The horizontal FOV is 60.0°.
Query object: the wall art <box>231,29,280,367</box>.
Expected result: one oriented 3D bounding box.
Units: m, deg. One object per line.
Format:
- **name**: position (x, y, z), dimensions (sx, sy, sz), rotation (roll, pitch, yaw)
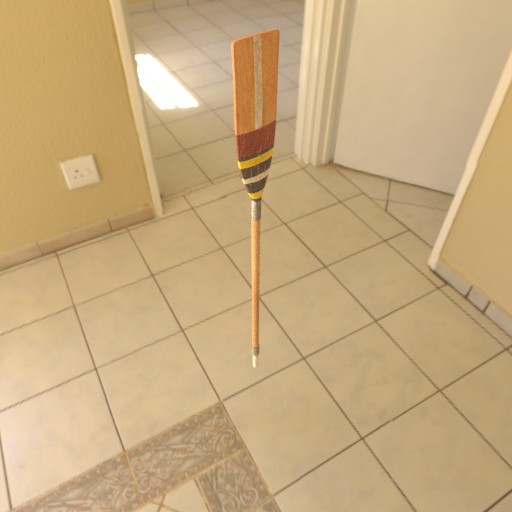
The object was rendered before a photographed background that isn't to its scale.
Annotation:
- **wall art**: position (0.000, 0.000, 1.642), dimensions (0.146, 1.556, 0.038), rotation (-30, 53, -26)
